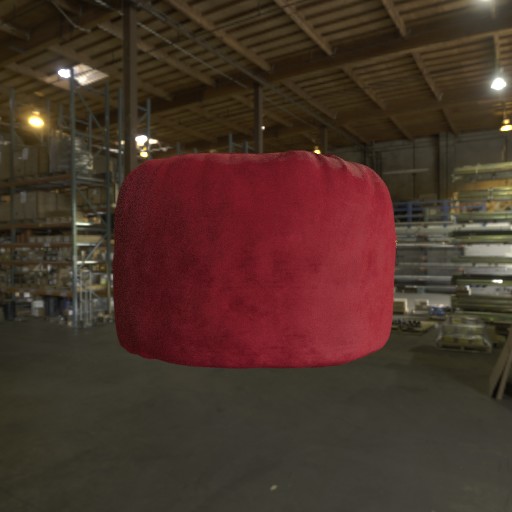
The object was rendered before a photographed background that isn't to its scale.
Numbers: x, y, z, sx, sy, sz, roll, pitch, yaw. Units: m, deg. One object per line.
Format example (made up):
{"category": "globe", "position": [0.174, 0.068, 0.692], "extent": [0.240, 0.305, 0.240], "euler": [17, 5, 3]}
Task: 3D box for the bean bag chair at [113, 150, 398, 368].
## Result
{"category": "bean bag chair", "position": [0.000, 0.000, 1.984], "extent": [1.219, 0.762, 1.219], "euler": [0, 0, 0]}
